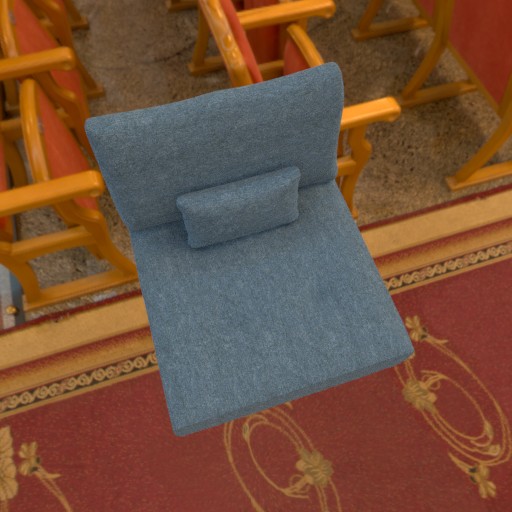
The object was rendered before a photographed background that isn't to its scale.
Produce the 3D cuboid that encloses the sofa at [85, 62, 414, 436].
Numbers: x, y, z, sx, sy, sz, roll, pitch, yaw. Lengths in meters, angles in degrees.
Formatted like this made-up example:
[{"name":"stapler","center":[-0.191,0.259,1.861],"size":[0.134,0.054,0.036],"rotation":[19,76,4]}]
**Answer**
[{"name":"sofa","center":[0.000,0.000,1.675],"size":[0.930,0.820,1.000],"rotation":[-16,65,-8]}]
